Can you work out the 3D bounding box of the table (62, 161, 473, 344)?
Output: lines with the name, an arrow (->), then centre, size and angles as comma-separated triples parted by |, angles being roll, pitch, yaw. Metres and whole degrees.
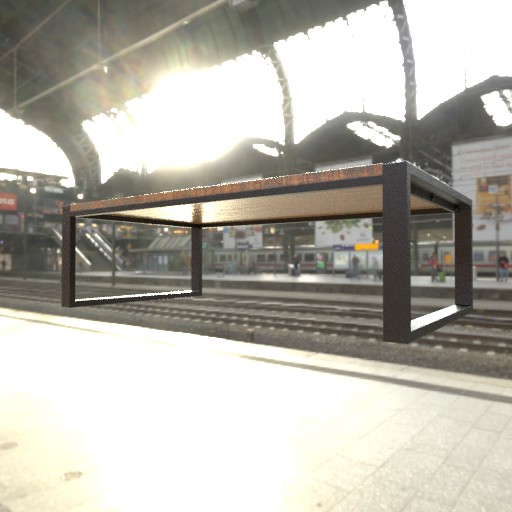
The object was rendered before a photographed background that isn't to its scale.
table -> 0.000, 0.000, 1.659 | 1.350, 0.400, 0.750 | -1, -1, 36
